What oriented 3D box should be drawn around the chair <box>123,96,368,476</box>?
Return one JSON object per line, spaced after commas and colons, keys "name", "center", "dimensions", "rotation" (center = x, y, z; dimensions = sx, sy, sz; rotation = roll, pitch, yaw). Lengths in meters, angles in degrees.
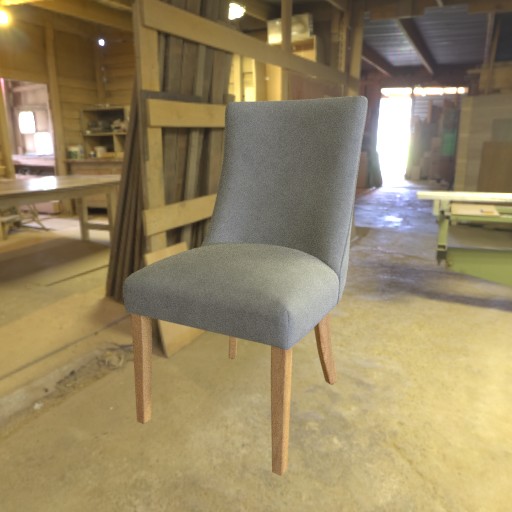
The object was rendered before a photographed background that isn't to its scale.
{"name": "chair", "center": [0.000, 0.000, 1.286], "dimensions": [0.495, 0.902, 0.610], "rotation": [8, 16, 27]}
